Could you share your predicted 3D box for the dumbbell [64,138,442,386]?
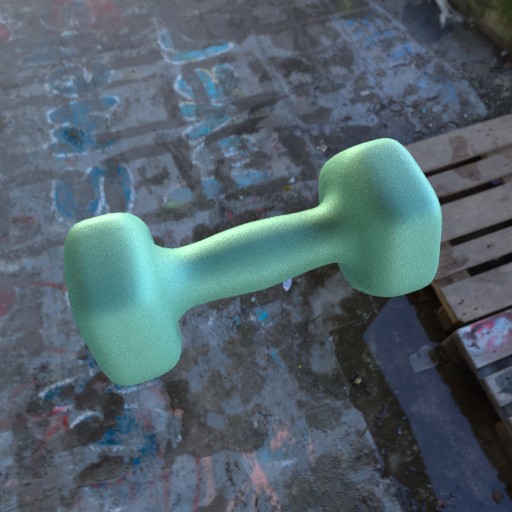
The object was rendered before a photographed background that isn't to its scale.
[{"bbox_3d":[0.000,0.000,0.333,0.260,0.117,0.129,-16,64,-8],"label":"dumbbell"}]
